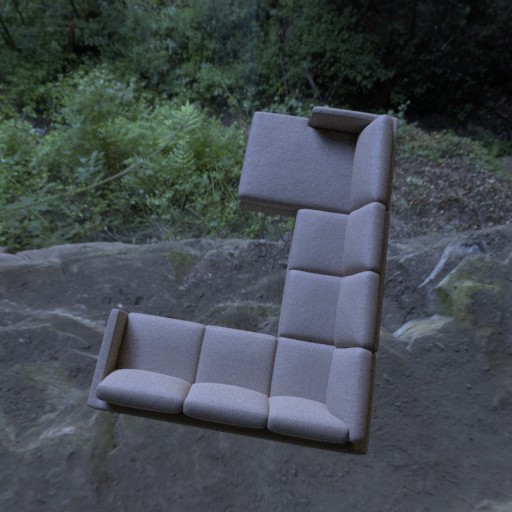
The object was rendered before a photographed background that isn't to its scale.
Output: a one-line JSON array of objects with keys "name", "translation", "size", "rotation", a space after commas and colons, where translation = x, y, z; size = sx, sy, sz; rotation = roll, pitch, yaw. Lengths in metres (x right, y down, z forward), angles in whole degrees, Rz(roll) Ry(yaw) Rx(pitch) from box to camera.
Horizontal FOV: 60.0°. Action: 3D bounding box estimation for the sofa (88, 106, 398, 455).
[{"name": "sofa", "translation": [0.000, 0.000, 4.562], "size": [2.551, 0.889, 3.403], "rotation": [9, 75, 2]}]
